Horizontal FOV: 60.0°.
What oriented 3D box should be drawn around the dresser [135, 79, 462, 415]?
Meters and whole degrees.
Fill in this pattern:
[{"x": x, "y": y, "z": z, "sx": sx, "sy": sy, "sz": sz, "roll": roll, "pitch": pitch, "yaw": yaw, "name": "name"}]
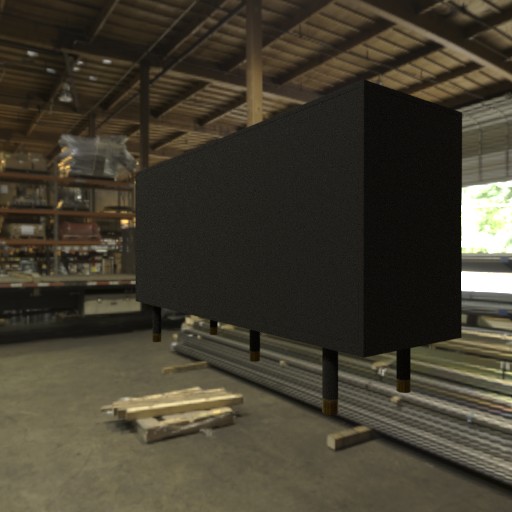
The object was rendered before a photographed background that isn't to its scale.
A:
[{"x": 0.000, "y": 0.000, "z": 1.851, "sx": 0.463, "sy": 0.872, "sz": 1.558, "roll": 0, "pitch": 1, "yaw": -35, "name": "dresser"}]
